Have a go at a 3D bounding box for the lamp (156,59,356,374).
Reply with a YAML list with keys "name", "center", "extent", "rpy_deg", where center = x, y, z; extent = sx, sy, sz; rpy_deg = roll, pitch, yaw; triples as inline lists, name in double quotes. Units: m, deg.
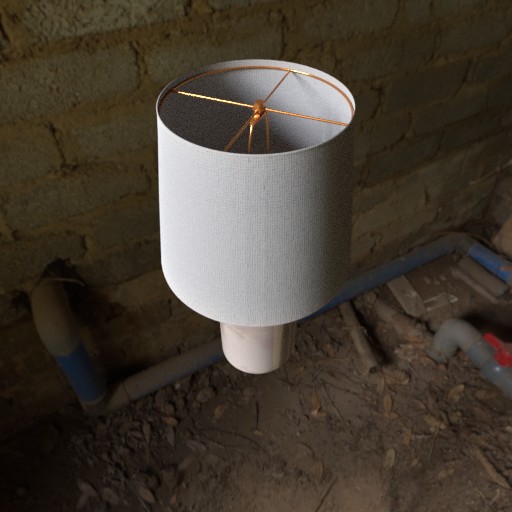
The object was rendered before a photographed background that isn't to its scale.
- name: "lamp"
  center: [0.000, 0.000, 0.457]
  extent: [0.189, 0.340, 0.189]
  rpy_deg: [0, 46, 0]
